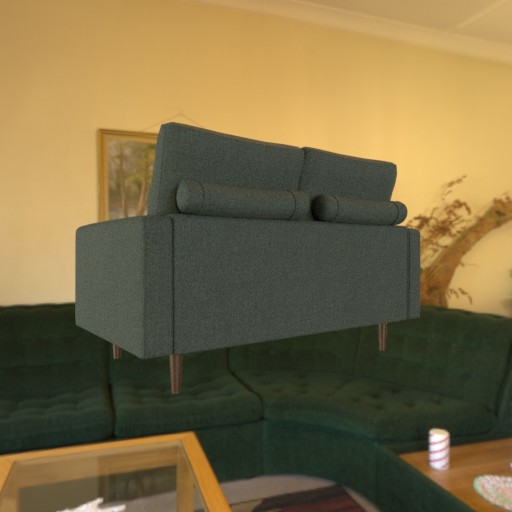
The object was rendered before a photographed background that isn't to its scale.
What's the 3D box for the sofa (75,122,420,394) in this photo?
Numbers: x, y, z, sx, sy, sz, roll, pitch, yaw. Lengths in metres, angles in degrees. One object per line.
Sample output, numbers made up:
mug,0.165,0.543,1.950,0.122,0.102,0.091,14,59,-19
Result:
sofa,0.000,0.000,2.034,1.407,0.907,0.842,-1,1,-36
